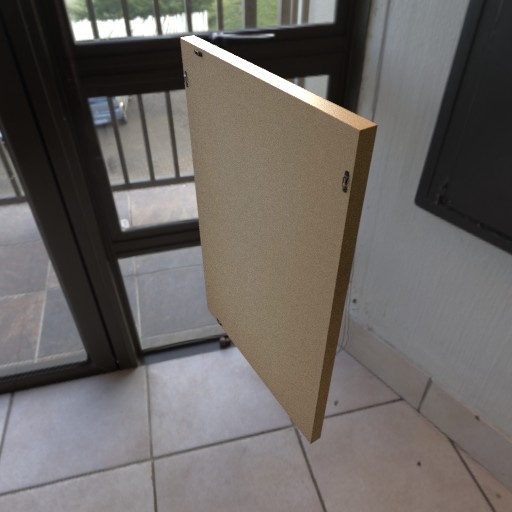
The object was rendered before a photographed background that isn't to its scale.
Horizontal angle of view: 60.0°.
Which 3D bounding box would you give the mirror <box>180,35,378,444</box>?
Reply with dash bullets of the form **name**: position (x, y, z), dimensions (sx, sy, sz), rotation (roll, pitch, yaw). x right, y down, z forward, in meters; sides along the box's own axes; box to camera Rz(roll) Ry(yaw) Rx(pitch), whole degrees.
- **mirror**: position (0.000, 0.000, 1.138), dimensions (0.040, 0.915, 0.609), rotation (-22, 45, -24)
